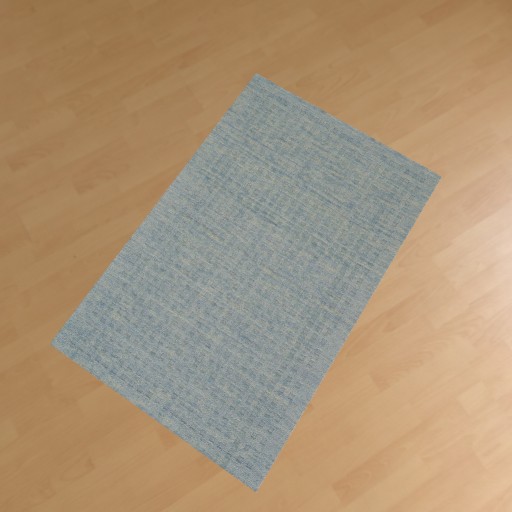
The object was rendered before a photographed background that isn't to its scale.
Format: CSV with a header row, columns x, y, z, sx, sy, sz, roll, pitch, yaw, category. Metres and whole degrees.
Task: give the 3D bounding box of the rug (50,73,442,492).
x,y,z,sx,sy,sz,roll,pitch,yaw,category
0.000,0.000,2.168,1.142,0.006,1.752,32,77,8,rug
